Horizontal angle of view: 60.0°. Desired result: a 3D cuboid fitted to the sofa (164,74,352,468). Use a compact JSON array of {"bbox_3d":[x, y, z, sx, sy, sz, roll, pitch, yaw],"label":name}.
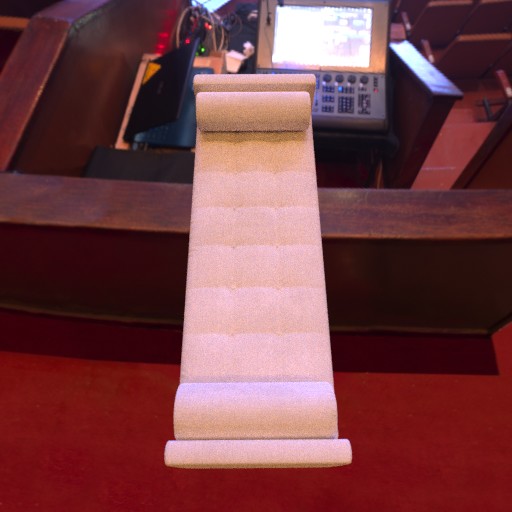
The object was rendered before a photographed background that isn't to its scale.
[{"bbox_3d":[0.000,0.000,2.302,0.686,0.635,1.981,0,63,0],"label":"sofa"}]
